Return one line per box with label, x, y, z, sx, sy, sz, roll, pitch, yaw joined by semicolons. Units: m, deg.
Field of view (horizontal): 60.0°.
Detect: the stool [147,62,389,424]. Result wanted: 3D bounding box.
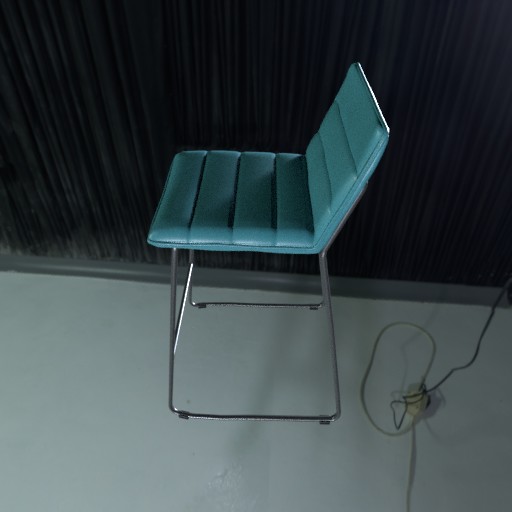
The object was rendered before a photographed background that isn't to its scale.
stool;0.000;0.000;1.234;0.524;0.936;0.489;1;41;1
